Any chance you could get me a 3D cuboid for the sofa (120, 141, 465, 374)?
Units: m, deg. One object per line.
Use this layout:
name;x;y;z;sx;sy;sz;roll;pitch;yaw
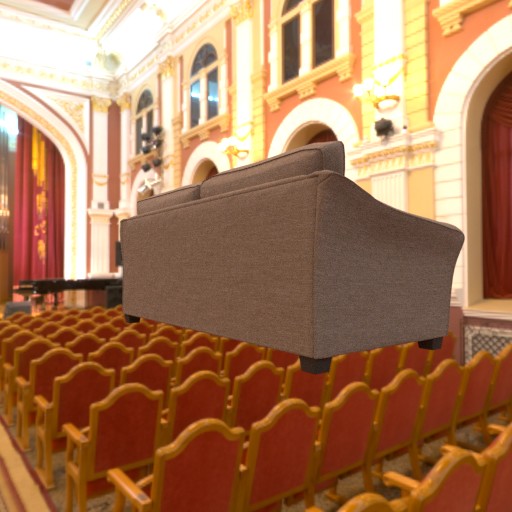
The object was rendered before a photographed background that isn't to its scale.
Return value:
sofa;0.000;0.000;2.791;0.980;0.965;2.270;1;-2;-37
